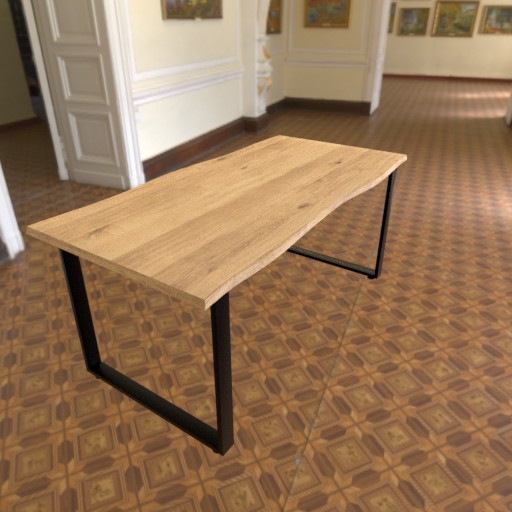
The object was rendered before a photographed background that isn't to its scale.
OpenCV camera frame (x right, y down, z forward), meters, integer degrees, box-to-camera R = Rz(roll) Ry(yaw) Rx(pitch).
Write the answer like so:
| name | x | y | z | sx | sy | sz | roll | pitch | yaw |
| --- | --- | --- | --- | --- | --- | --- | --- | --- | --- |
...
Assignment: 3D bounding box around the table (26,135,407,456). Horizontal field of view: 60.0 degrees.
| name | x | y | z | sx | sy | sz | roll | pitch | yaw |
| --- | --- | --- | --- | --- | --- | --- | --- | --- | --- |
| table | 0.000 | 0.000 | 2.273 | 0.900 | 0.780 | 1.800 | 18 | 33 | 30 |
